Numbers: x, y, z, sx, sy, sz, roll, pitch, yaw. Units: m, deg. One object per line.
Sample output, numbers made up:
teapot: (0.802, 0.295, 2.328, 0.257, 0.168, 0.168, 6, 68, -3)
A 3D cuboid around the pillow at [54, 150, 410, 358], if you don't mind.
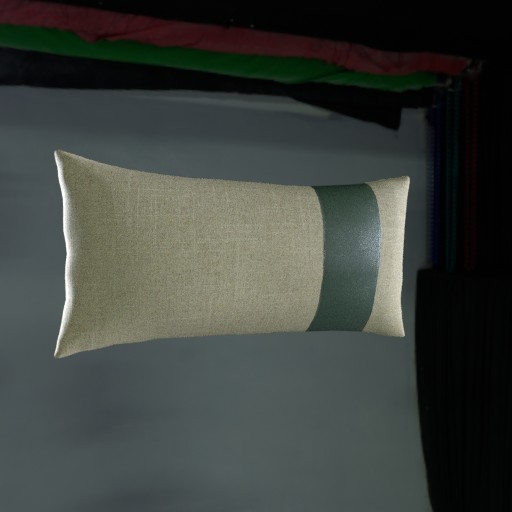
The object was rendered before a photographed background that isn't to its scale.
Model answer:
pillow: (0.000, 0.000, 1.032, 0.859, 0.429, 0.197, 0, 0, -19)
